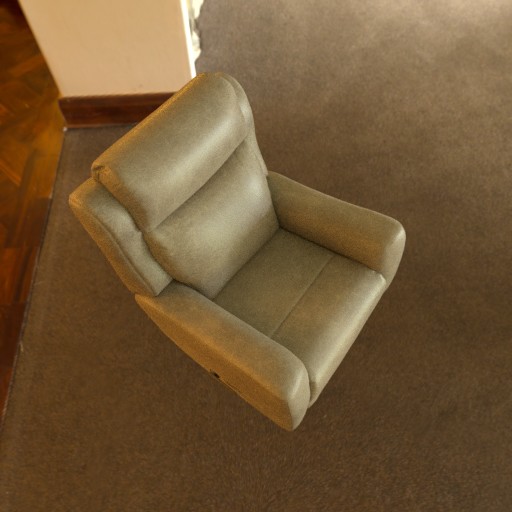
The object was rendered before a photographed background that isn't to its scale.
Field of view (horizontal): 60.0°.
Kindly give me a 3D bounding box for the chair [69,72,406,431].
[{"bbox_3d":[0.000,0.000,1.940,1.068,1.116,0.967,32,64,18],"label":"chair"}]
